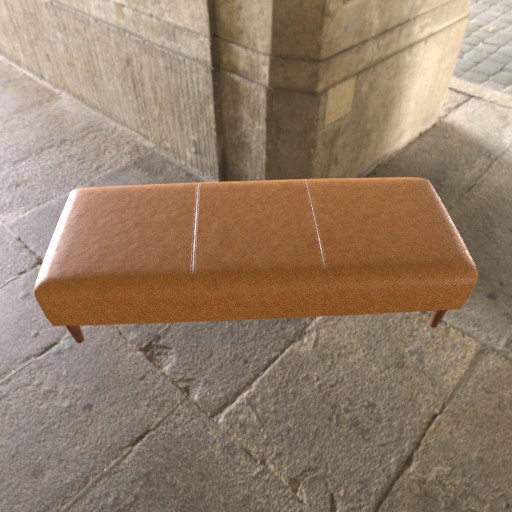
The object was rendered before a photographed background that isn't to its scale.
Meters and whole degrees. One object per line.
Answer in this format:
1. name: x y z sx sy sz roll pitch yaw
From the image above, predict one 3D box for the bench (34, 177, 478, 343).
1. bench: 0.000 0.000 1.895 1.610 0.399 0.653 -2 46 -2
